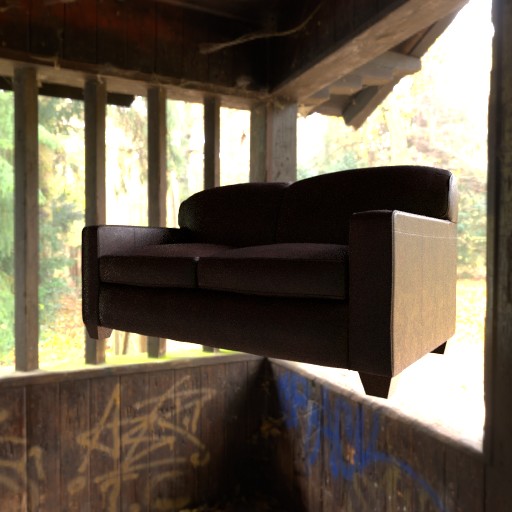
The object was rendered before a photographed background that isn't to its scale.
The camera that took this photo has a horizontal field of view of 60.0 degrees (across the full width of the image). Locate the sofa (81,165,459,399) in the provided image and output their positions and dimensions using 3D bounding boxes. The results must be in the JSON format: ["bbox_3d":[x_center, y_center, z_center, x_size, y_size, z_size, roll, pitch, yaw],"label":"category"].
[{"bbox_3d":[0.000,0.000,2.395,1.856,0.966,1.000,1,1,36],"label":"sofa"}]
